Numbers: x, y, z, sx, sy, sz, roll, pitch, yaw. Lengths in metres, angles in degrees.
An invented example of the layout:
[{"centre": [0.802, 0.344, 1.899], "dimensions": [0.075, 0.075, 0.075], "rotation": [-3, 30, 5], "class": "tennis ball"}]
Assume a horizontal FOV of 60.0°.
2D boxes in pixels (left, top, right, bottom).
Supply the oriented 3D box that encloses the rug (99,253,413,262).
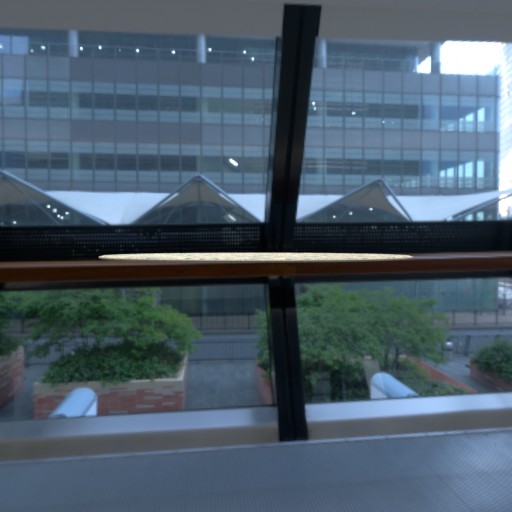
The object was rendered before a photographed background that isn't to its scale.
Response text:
[{"centre": [0.000, 0.000, 2.381], "dimensions": [1.593, 0.012, 1.593], "rotation": [0, 1, 0], "class": "rug"}]
